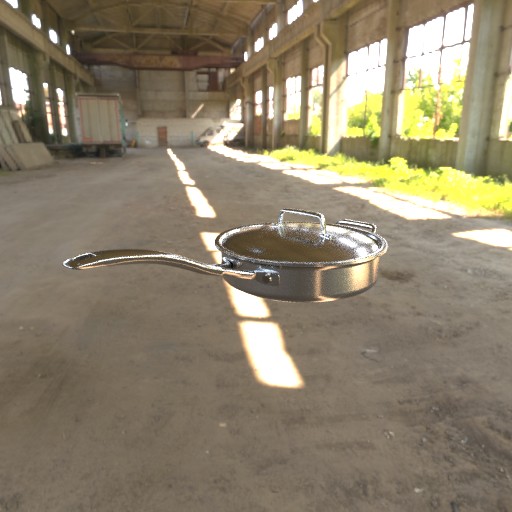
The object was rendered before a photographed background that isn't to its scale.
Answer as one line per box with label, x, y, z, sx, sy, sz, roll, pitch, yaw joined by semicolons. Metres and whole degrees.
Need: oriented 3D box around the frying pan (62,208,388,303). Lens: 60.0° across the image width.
frying pan;0.000;0.000;0.662;0.280;0.114;0.561;15;22;43
